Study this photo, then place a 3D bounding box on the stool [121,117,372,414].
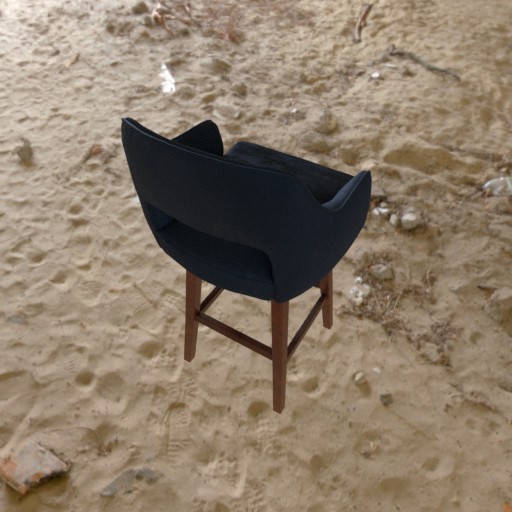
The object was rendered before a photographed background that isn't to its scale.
[{"bbox_3d":[0.000,0.000,1.361,0.550,1.041,0.560,23,50,21],"label":"stool"}]
